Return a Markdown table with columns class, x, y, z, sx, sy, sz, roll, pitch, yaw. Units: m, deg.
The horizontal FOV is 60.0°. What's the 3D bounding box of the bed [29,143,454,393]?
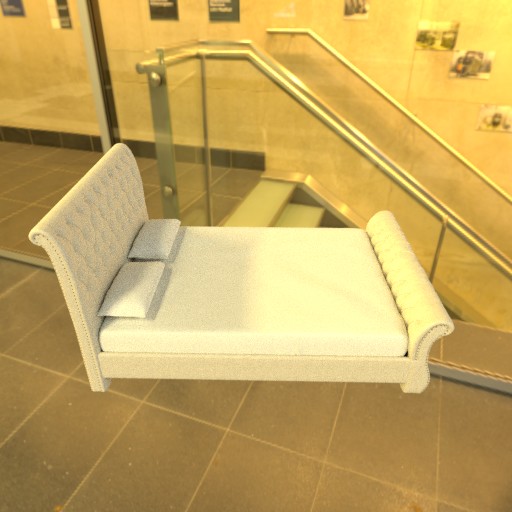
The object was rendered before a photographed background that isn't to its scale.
| class | x | y | z | sx | sy | sz | roll | pitch | yaw |
| --- | --- | --- | --- | --- | --- | --- | --- | --- | --- |
| bed | 0.000 | 0.000 | 3.415 | 2.493 | 1.268 | 1.606 | 1 | 31 | 1 |
